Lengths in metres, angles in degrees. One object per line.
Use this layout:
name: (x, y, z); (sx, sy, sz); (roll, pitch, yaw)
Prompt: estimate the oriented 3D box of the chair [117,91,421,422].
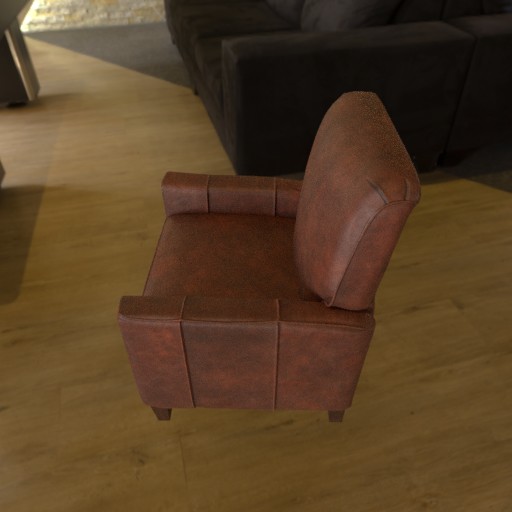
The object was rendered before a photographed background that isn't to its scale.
chair: (0.000, 0.000, 1.646); (0.836, 1.043, 0.843); (1, 40, 1)
